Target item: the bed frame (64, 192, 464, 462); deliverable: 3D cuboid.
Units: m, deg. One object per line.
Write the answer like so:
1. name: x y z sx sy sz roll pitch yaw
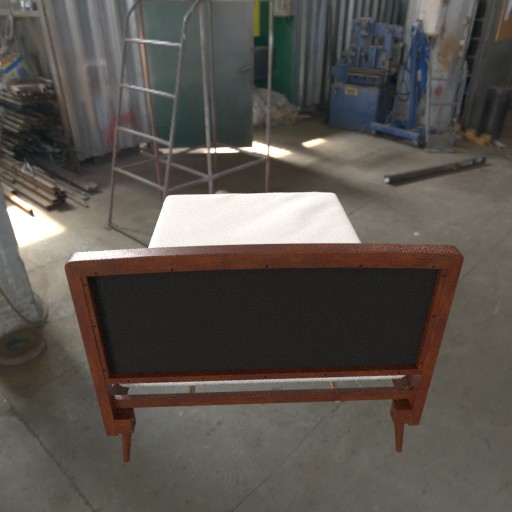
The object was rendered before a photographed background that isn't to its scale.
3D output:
1. bed frame: 0.000 0.000 2.985 1.587 1.279 2.171 -1 30 -2
